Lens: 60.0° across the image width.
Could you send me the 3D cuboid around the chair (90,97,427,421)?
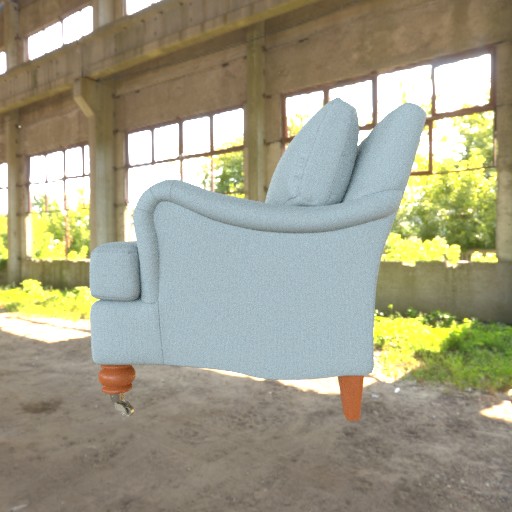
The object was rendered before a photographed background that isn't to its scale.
[{"bbox_3d":[0.000,0.000,1.802,1.070,1.038,0.955,0,1,1],"label":"chair"}]
